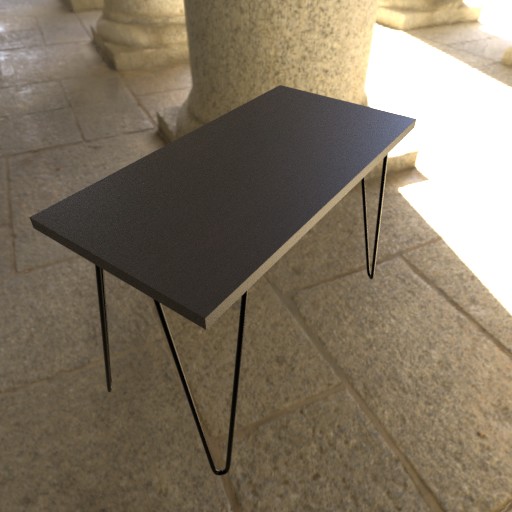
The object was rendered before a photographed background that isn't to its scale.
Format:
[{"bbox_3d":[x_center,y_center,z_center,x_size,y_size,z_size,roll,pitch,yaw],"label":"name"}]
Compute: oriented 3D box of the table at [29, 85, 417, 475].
[{"bbox_3d":[0.000,0.000,1.370,0.499,0.660,0.991,25,46,26],"label":"table"}]
